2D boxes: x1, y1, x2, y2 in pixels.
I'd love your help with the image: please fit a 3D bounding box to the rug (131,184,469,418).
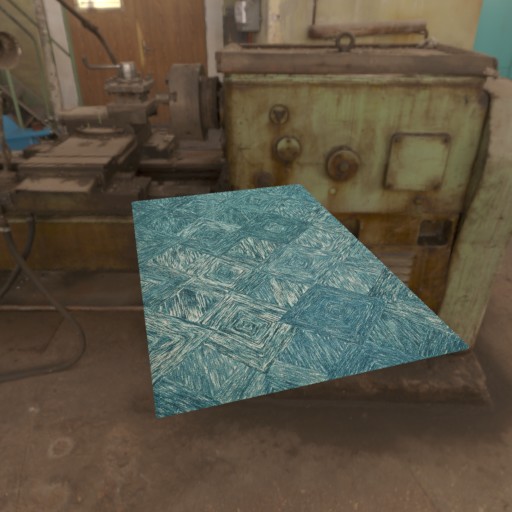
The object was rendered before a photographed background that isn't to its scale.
[{"bbox_3d":[0.000,0.000,2.905,1.490,0.015,2.277,-8,31,-14],"label":"rug"}]
